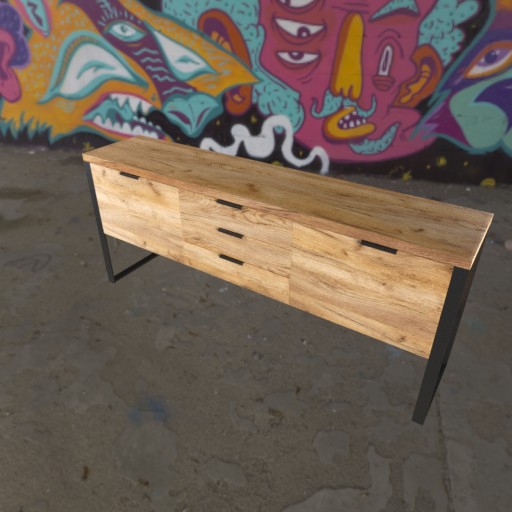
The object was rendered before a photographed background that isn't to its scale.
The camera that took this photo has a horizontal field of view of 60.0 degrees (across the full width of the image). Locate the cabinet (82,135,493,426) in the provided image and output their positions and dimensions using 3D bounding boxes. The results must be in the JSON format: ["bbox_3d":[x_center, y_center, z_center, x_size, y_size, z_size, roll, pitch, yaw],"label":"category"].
[{"bbox_3d":[0.000,0.000,2.084,1.800,0.762,0.395,19,36,28],"label":"cabinet"}]
